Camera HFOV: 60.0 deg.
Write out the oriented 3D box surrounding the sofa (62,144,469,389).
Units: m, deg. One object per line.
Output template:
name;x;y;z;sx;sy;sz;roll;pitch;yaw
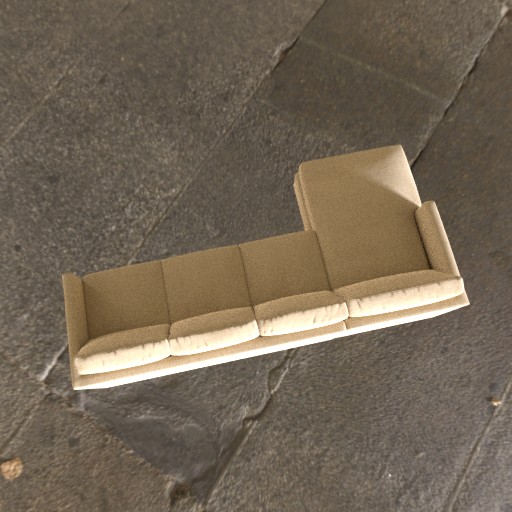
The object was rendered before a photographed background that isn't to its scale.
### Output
sofa;0.000;0.000;3.923;3.205;0.922;1.650;-11;75;-3
